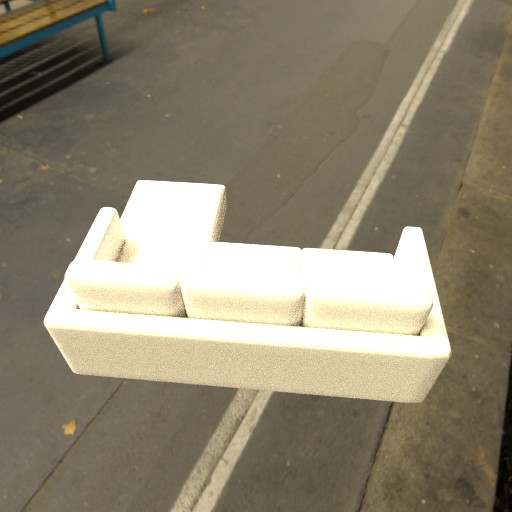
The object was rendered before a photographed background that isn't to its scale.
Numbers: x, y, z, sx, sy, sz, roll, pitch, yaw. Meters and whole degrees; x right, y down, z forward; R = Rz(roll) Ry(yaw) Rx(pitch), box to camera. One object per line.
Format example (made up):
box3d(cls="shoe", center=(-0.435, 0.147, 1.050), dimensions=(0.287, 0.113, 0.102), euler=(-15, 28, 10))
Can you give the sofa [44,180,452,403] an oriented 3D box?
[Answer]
box3d(cls="sofa", center=(0.000, 0.000, 2.858), dimensions=(2.029, 0.899, 1.580), euler=(4, 47, 4))
